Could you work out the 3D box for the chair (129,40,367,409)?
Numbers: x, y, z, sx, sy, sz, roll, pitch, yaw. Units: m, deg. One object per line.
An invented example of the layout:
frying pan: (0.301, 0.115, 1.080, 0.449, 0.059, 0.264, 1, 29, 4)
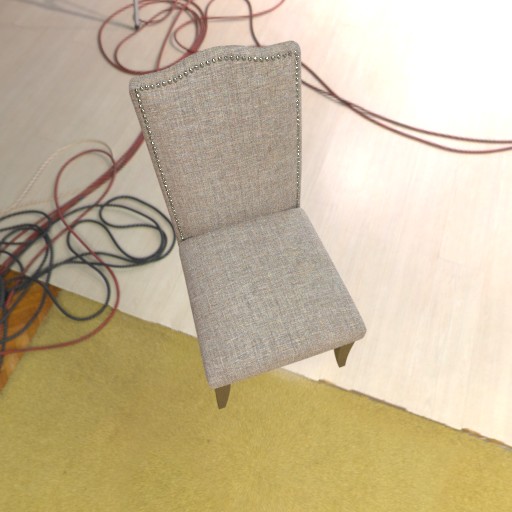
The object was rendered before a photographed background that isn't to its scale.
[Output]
chair: (0.000, 0.000, 1.373, 0.513, 1.016, 0.660, -17, 65, -8)
